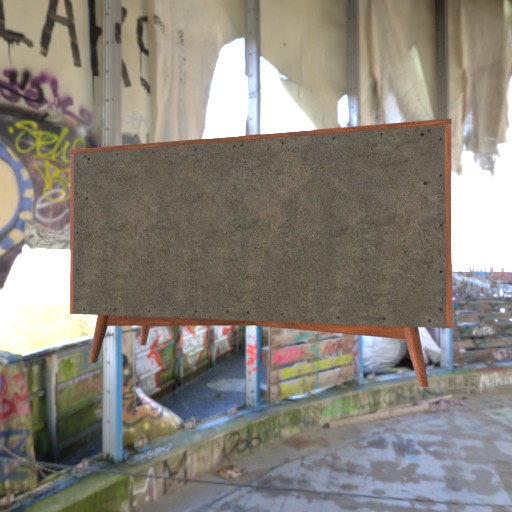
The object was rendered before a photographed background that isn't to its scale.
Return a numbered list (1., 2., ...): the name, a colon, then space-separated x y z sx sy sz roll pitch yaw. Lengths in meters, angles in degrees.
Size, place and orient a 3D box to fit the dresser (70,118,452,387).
1. dresser: 0.000 0.000 1.886 1.472 0.889 0.500 0 -1 16
